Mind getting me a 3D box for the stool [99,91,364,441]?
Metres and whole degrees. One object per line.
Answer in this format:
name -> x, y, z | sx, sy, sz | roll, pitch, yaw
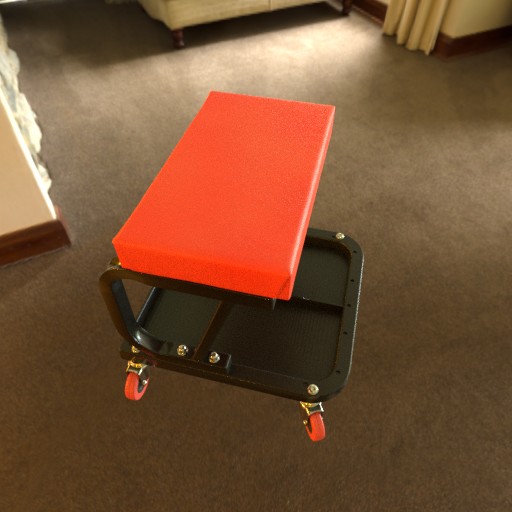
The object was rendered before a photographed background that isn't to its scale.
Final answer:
stool -> 0.000, 0.000, 0.745 | 0.371, 0.380, 0.446 | 11, 49, 10
